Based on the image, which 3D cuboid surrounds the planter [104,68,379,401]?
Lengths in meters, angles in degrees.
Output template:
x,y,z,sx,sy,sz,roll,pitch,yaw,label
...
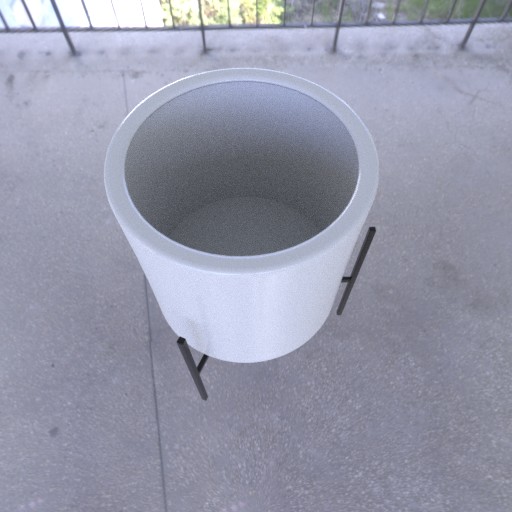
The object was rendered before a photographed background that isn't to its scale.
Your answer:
x,y,z,sx,sy,sz,roll,pitch,yaw,label
0.000,0.000,0.735,0.361,0.480,0.360,0,59,0,planter
